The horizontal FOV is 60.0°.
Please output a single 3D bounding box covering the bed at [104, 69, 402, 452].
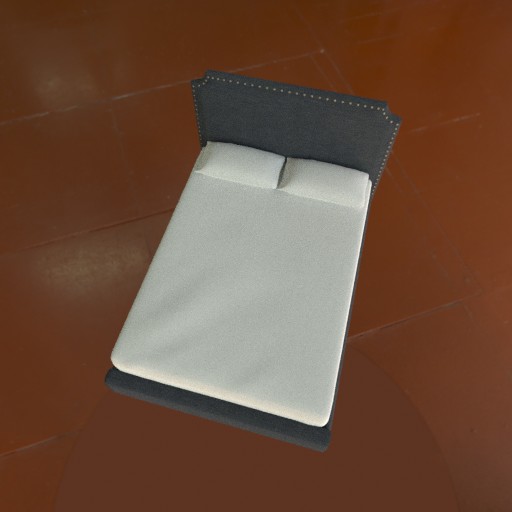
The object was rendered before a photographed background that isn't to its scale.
[{"bbox_3d":[0.000,0.000,3.482,1.713,1.443,2.372,13,61,7],"label":"bed"}]
